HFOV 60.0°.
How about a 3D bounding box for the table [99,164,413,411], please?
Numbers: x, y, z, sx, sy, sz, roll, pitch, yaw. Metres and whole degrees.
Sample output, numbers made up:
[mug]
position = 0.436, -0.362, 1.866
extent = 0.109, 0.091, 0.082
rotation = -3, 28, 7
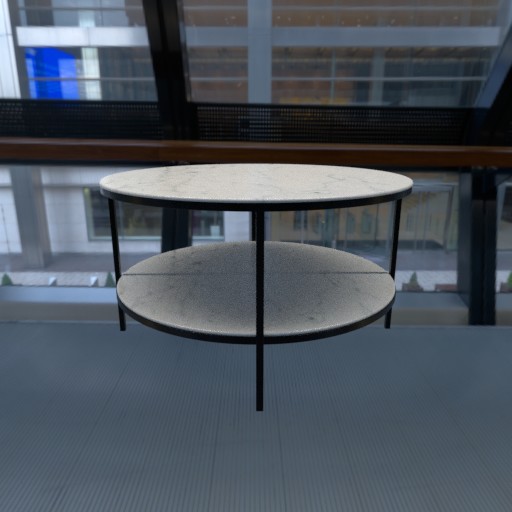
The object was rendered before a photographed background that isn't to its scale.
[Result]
[table]
position = 0.000, 0.000, 1.252
extent = 0.800, 0.450, 0.800
rotation = 0, 16, 0
